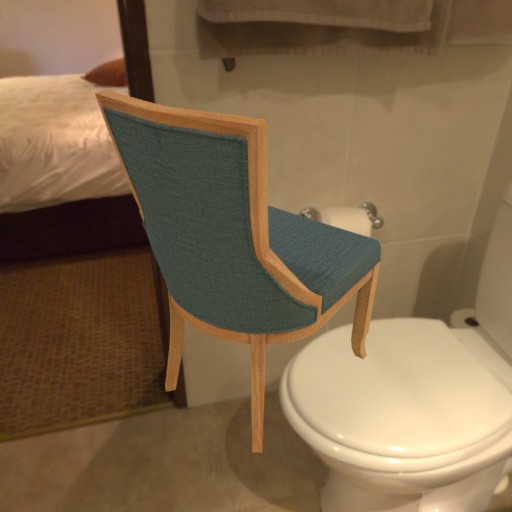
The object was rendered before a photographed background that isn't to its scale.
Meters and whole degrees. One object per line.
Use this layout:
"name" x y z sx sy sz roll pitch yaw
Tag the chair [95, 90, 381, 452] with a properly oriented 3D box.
"chair" 0.000 0.000 1.293 0.524 0.947 0.641 22 37 32
